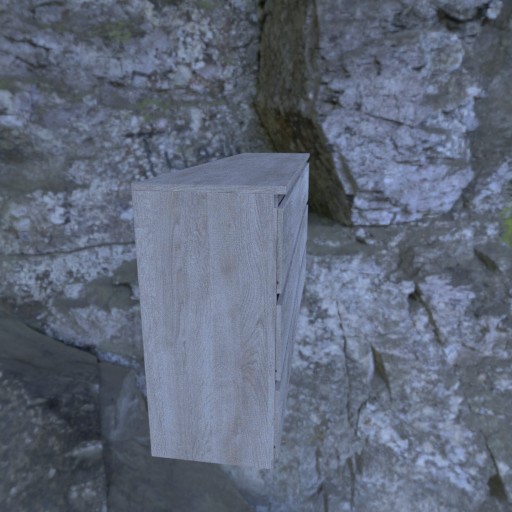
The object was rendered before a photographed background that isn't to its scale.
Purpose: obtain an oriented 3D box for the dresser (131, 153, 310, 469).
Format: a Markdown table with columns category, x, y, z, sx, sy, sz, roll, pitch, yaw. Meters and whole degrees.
| category | x | y | z | sx | sy | sz | roll | pitch | yaw |
| --- | --- | --- | --- | --- | --- | --- | --- | --- | --- |
| dresser | 0.000 | 0.000 | 1.919 | 0.390 | 0.795 | 1.590 | 2 | 16 | 8 |
